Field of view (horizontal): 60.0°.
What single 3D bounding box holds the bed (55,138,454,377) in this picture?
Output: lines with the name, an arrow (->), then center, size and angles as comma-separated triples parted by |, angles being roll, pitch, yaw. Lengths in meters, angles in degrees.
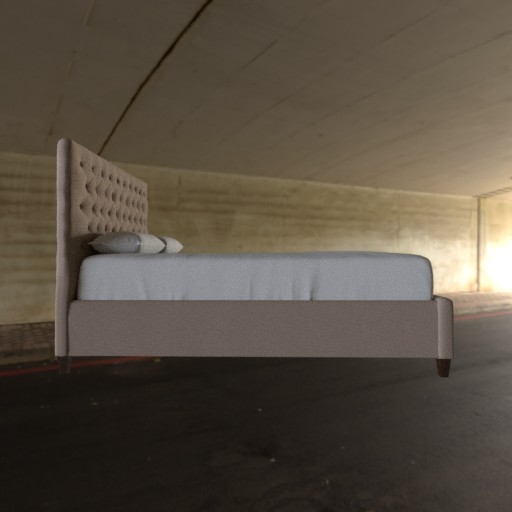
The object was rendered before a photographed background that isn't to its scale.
bed -> 0.000, 0.000, 3.461 | 2.387, 1.427, 1.698 | 0, 0, 2
